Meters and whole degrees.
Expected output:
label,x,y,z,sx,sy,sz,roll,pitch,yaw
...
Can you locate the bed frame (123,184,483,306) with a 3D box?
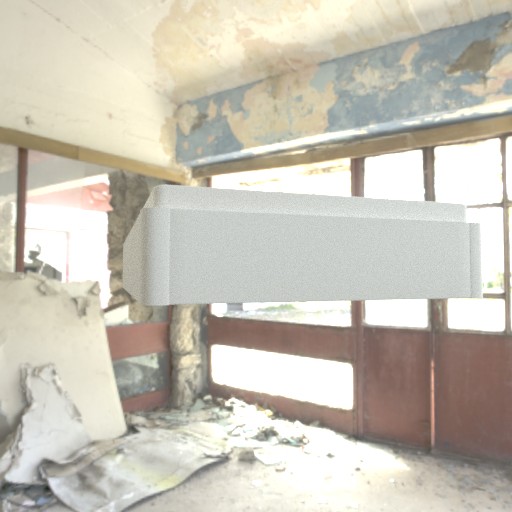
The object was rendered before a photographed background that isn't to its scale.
label,x,y,z,sx,sy,sz,roll,pitch,yaw
bed frame,0.000,0.000,2.532,1.400,0.406,1.900,1,-2,-18
